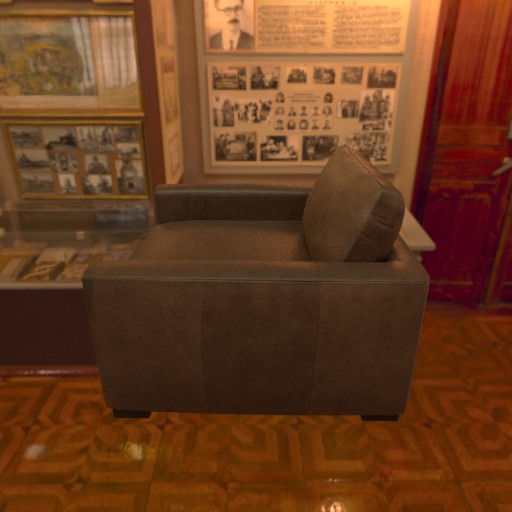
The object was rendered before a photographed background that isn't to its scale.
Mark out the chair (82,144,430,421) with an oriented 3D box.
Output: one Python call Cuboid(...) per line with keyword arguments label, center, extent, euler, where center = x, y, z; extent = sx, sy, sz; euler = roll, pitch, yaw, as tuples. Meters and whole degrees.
Cuboid(label="chair", center=(0.000, 0.000, 1.853), extent=(1.069, 0.812, 1.100), euler=(1, 24, 1))
